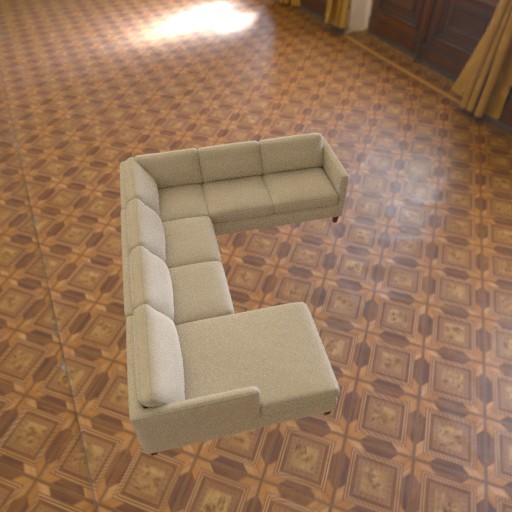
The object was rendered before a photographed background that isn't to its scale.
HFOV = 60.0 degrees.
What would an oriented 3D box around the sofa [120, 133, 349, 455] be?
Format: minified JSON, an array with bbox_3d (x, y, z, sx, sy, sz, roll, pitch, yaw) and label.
[{"bbox_3d":[0.000,0.000,4.472,2.551,0.853,3.238,-10,46,-9],"label":"sofa"}]
